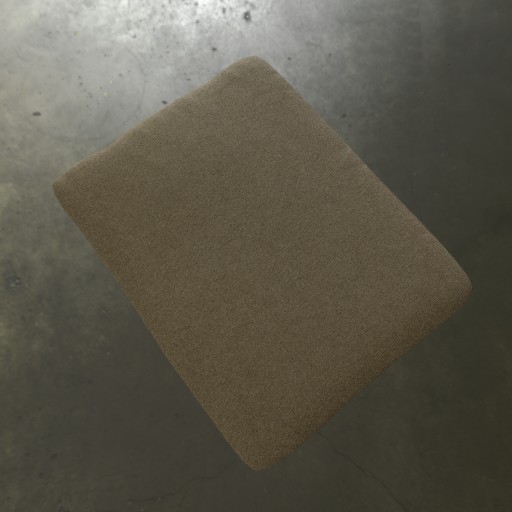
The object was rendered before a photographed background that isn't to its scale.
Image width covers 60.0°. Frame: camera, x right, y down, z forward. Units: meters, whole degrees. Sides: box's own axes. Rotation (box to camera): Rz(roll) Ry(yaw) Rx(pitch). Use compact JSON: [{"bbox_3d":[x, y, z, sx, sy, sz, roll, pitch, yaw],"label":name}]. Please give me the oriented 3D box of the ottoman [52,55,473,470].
[{"bbox_3d":[0.000,0.000,1.282,0.692,0.511,0.889,-37,77,-10],"label":"ottoman"}]
